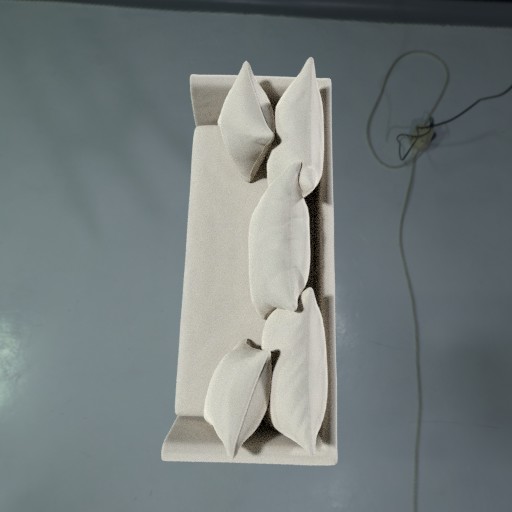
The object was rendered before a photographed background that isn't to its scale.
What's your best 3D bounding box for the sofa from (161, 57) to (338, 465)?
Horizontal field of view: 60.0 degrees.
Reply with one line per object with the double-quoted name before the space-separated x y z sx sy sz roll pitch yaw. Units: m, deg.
"sofa" 0.000 0.000 2.984 1.046 1.047 2.499 2 75 0
